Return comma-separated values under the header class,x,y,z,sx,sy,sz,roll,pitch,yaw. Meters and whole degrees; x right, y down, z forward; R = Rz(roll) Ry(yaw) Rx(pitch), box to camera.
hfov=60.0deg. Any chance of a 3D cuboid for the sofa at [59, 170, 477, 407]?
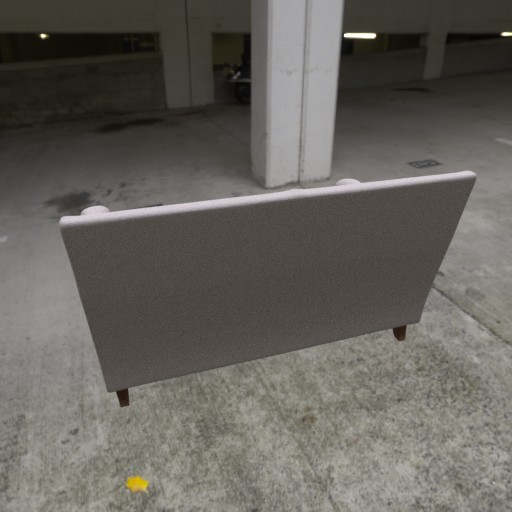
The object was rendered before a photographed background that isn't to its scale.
class,x,y,z,sx,sy,sz,roll,pitch,yaw
sofa,0.000,0.000,2.032,1.482,0.890,0.888,-9,28,-17
